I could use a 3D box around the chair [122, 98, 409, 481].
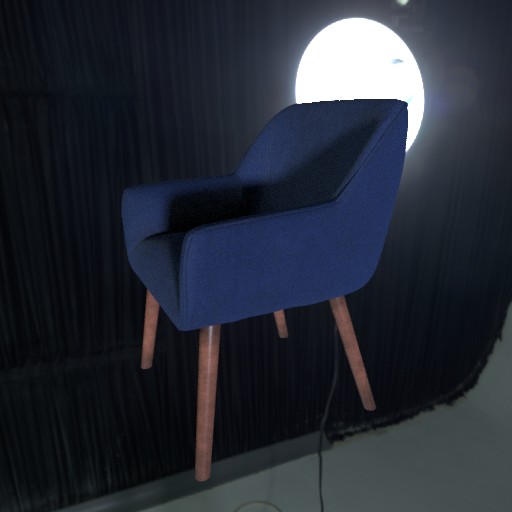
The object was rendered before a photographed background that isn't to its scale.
[{"bbox_3d":[0.000,0.000,1.215,0.600,0.820,0.600,-9,19,-26],"label":"chair"}]
